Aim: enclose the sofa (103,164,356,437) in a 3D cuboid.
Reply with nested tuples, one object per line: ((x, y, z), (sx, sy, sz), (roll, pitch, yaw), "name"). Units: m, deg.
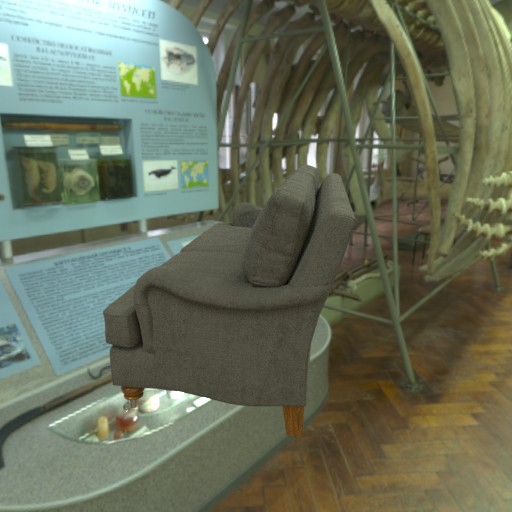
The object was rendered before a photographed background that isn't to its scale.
((0.000, 0.000, 2.846), (1.086, 1.087, 2.165), (2, 15, 9), "sofa")
